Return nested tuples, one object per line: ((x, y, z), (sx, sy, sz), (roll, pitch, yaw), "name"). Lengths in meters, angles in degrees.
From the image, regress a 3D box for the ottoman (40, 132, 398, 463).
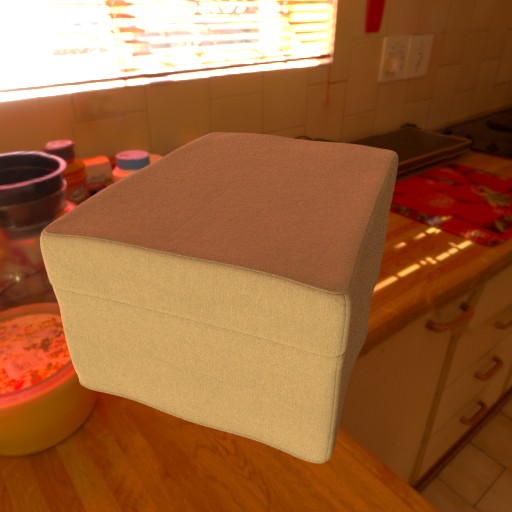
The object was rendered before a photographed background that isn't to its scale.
((0.000, 0.000, 1.224), (0.648, 0.461, 0.833), (11, 32, 18), "ottoman")
